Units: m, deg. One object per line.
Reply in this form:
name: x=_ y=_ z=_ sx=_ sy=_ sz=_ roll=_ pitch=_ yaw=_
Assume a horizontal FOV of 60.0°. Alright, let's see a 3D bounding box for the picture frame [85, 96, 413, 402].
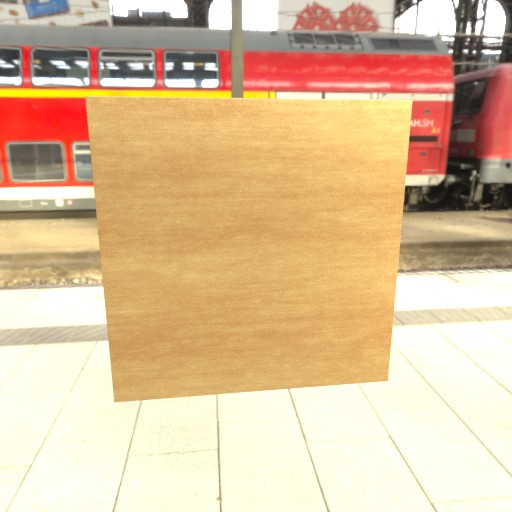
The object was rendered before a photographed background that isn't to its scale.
picture frame: x=0.000 y=0.000 z=1.135 sx=0.758 sy=0.761 sz=0.037 roll=-2 pitch=15 yaw=-8
